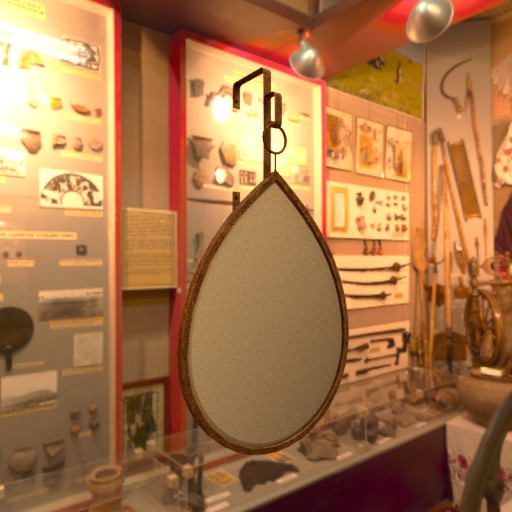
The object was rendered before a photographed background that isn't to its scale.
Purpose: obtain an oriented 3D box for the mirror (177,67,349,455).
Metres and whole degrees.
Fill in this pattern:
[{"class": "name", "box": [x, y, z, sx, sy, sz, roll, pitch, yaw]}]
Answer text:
[{"class": "mirror", "box": [0.000, 0.000, 0.899, 0.405, 0.744, 0.144, 1, -1, -37]}]
